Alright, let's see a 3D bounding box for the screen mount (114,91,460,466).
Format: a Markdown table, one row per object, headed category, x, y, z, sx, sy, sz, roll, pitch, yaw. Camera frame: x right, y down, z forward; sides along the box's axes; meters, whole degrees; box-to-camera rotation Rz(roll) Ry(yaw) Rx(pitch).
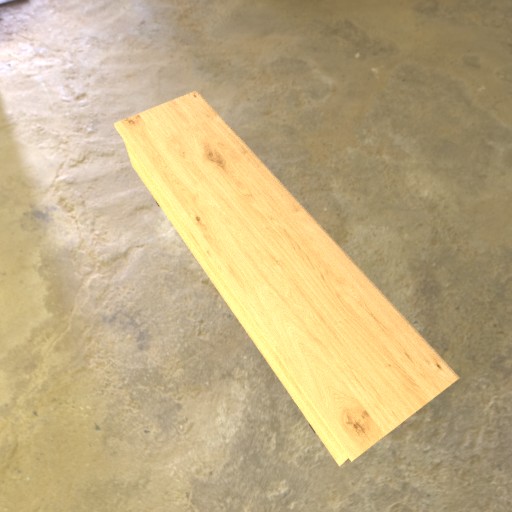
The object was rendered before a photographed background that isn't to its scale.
| category | x | y | z | sx | sy | sz | roll | pitch | yaw |
| --- | --- | --- | --- | --- | --- | --- | --- | --- | --- |
| screen mount | 0.000 | 0.000 | 1.898 | 0.450 | 0.430 | 1.700 | -29 | 62 | -17 |
